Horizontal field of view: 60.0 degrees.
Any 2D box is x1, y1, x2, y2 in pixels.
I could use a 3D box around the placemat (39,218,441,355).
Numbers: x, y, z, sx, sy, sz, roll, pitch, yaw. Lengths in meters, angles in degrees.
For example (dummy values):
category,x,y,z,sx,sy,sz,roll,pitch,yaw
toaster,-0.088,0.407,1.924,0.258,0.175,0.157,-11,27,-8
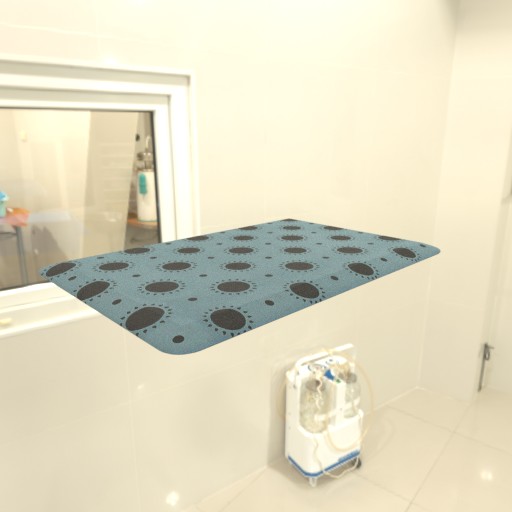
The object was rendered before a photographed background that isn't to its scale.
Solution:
category,x,y,z,sx,sy,sz,roll,pitch,yaw
placemat,0.000,0.000,0.970,0.762,0.021,0.508,-14,21,-42
